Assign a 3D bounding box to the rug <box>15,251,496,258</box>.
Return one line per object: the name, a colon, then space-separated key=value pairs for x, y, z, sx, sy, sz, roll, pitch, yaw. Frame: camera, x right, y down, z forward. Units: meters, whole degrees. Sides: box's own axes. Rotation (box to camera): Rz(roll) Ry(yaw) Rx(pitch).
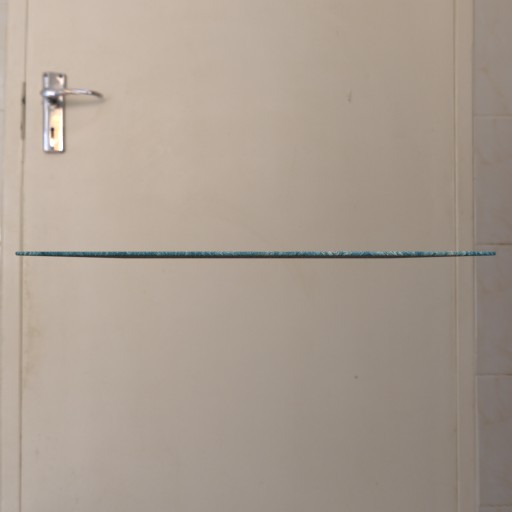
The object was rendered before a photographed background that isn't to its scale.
rug: x=0.000 y=0.000 z=4.161 sx=3.217 sy=0.027 sz=2.405 roll=0 pitch=-1 yaw=0
